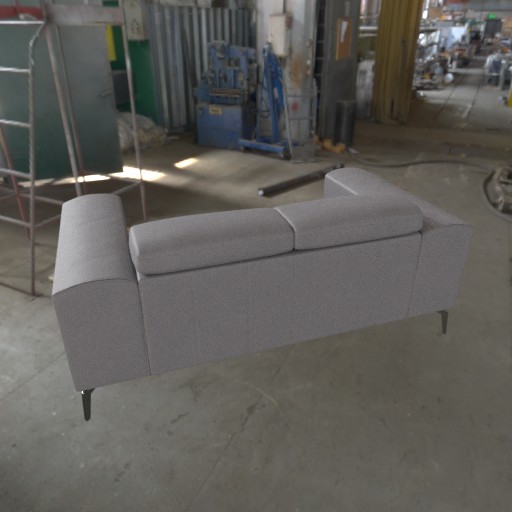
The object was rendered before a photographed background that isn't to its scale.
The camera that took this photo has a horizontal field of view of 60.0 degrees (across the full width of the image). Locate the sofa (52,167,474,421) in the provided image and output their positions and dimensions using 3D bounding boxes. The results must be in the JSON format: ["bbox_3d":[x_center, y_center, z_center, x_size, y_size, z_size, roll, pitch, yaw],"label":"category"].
[{"bbox_3d":[0.000,0.000,2.349,1.895,0.779,1.003,-9,29,-17],"label":"sofa"}]
